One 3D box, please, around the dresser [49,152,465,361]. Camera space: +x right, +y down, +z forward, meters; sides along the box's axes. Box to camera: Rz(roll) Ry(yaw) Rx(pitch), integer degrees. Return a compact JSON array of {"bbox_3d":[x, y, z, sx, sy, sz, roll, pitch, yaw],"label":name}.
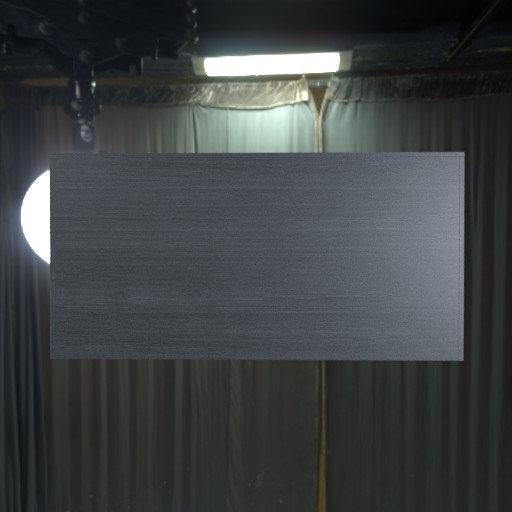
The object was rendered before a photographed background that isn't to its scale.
[{"bbox_3d":[0.000,0.000,1.900,1.590,0.795,0.400,0,1,1],"label":"dresser"}]
